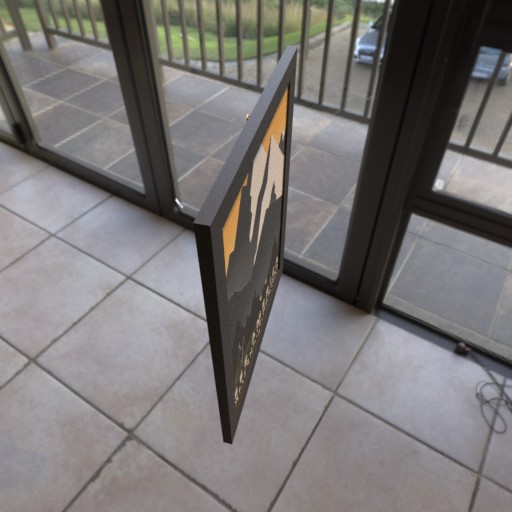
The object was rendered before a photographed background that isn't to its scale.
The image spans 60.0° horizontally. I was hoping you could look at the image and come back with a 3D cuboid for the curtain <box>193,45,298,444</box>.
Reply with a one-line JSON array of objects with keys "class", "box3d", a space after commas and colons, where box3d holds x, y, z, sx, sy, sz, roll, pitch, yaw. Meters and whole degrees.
[{"class": "curtain", "box3d": [0.000, 0.000, 0.831, 0.027, 0.585, 0.483, 11, 47, 10]}]
